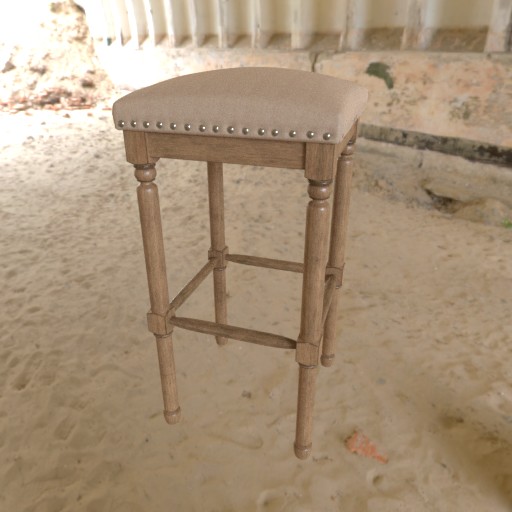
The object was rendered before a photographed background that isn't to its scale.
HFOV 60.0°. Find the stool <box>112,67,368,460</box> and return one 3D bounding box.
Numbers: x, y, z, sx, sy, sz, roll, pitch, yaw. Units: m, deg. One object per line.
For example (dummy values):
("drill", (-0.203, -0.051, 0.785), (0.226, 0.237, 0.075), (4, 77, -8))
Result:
("stool", (0.000, 0.000, 0.978), (0.383, 0.768, 0.382), (8, 27, 16))
